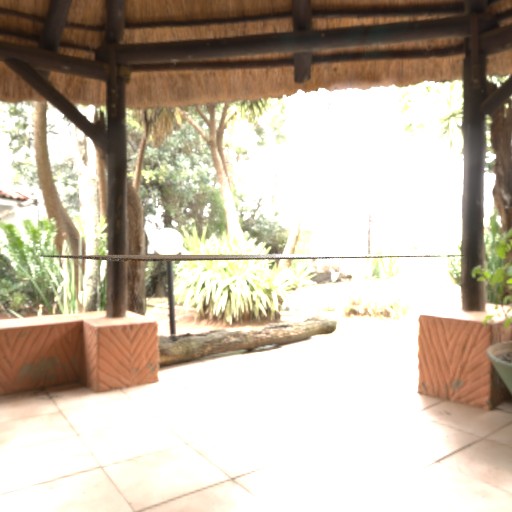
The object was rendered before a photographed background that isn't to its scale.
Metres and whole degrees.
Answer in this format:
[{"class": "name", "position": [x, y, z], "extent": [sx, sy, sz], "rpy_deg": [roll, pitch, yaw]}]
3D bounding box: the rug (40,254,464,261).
[{"class": "rug", "position": [0.000, 0.000, 2.289], "extent": [1.827, 0.008, 1.230], "rpy_deg": [-1, 1, -36]}]
